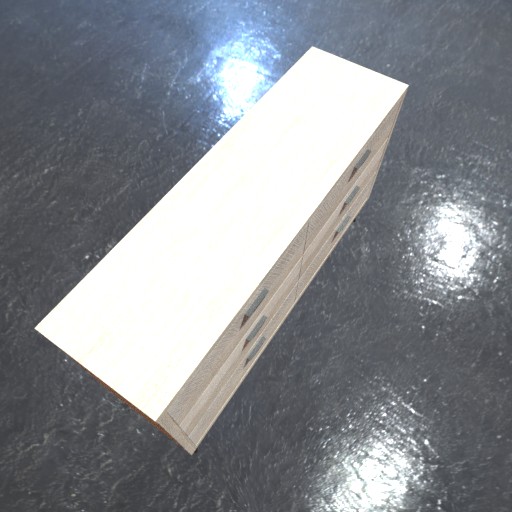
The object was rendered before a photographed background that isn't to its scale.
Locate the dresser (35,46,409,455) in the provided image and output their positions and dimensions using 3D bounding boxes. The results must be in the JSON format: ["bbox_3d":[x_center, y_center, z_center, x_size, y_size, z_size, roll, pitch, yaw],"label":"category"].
[{"bbox_3d":[0.000,0.000,1.882,0.457,0.914,1.524,30,64,17],"label":"dresser"}]
